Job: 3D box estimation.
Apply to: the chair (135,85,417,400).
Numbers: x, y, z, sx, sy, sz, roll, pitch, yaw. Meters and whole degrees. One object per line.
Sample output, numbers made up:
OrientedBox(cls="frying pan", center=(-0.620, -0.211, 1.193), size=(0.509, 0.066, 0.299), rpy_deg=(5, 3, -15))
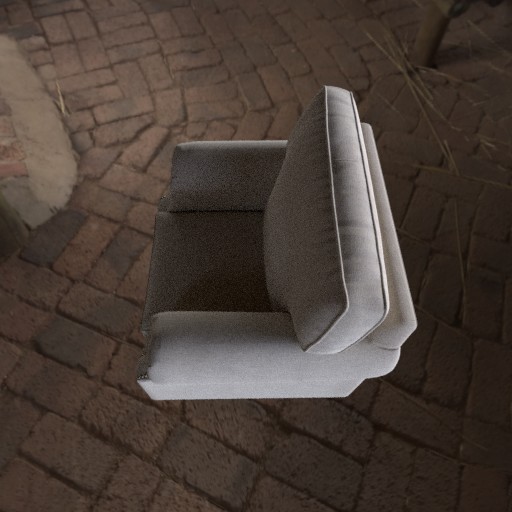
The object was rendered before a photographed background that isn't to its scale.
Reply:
OrientedBox(cls="chair", center=(0.000, 0.000, 1.820), size=(0.965, 0.961, 1.092), rpy_deg=(-1, 57, -1))
